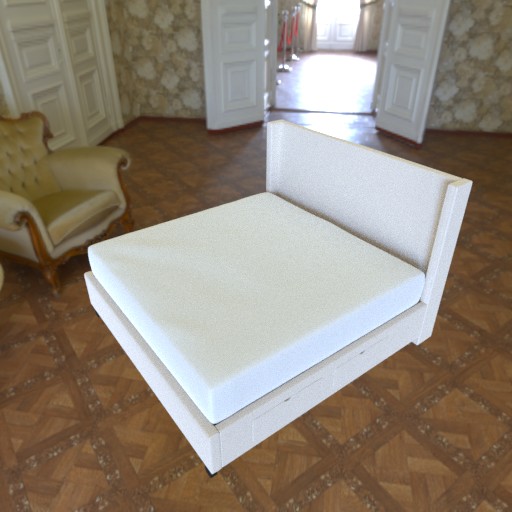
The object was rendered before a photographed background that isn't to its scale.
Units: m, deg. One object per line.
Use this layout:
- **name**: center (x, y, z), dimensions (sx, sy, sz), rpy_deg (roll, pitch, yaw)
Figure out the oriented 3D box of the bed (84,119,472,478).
- **bed**: center (0.000, 0.000, 3.688), dimensions (2.293, 1.471, 2.145), rpy_deg (-21, 37, -31)
